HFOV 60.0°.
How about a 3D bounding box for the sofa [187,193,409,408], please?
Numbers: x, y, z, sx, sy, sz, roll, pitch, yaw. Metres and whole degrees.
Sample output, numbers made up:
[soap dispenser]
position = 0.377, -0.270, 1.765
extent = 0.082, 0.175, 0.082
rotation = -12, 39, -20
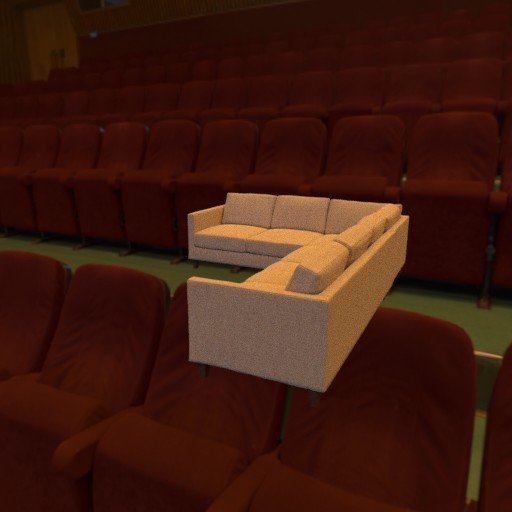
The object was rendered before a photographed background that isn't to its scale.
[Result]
[sofa]
position = 0.000, 0.000, 4.337
extent = 2.432, 0.863, 3.182
rotation = 7, 16, 25
